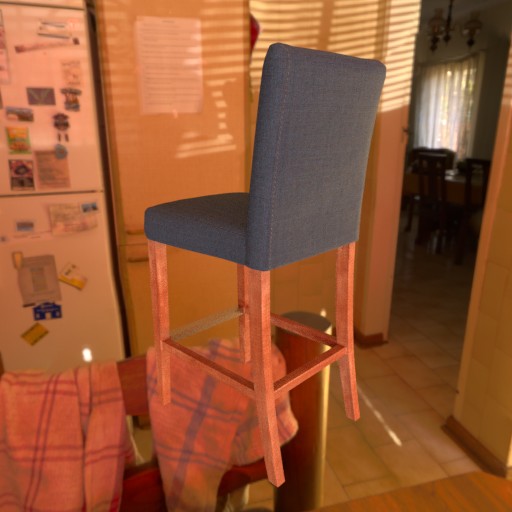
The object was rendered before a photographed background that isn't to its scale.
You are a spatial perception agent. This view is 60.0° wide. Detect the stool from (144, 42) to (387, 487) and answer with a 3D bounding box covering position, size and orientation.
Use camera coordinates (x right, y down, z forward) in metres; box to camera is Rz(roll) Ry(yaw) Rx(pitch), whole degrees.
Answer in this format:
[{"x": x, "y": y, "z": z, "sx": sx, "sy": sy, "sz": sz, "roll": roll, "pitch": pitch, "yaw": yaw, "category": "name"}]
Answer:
[{"x": 0.000, "y": 0.000, "z": 1.348, "sx": 0.574, "sy": 1.088, "sz": 0.454, "roll": 16, "pitch": 23, "yaw": 42, "category": "stool"}]
